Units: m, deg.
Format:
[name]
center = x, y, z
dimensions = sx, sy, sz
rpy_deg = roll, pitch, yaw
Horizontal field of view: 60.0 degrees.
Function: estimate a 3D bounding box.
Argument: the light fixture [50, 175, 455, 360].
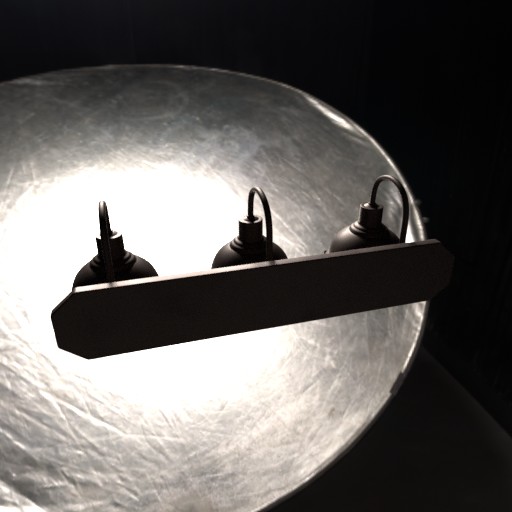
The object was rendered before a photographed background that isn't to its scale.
[light fixture]
center = 0.000, 0.000, 0.767
dimensions = 0.634, 0.254, 0.229
rpy_deg = -7, 27, -15
